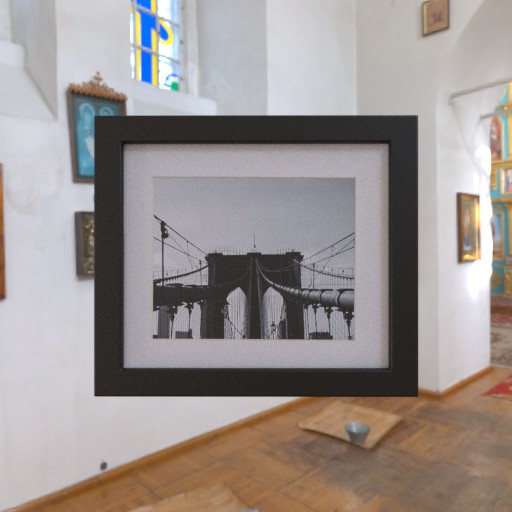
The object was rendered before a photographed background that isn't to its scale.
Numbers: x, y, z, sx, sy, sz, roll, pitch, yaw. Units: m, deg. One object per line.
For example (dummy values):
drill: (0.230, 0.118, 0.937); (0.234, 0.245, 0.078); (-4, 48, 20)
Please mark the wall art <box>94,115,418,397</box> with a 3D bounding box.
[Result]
wall art: (0.000, 0.000, 0.534); (0.380, 0.330, 0.028); (0, 0, 0)
